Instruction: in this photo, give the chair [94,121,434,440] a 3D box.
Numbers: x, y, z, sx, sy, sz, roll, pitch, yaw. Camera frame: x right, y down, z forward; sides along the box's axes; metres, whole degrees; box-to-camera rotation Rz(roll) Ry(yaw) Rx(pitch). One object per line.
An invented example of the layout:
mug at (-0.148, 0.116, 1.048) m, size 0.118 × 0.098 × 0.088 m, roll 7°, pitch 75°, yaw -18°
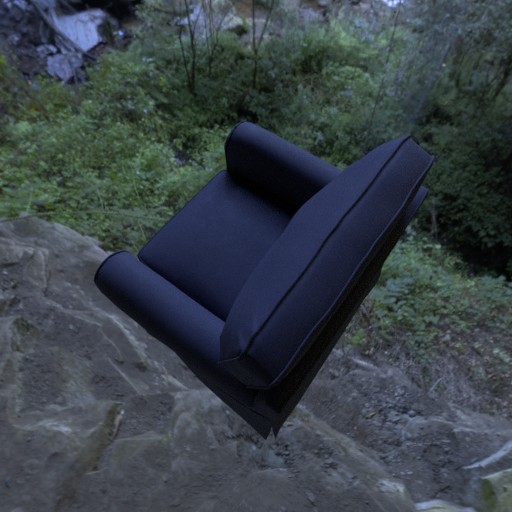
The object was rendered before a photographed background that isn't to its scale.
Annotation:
chair at (0.000, 0.000, 1.977) m, size 1.002 × 1.140 × 1.119 m, roll 33°, pitch 68°, yaw 15°
